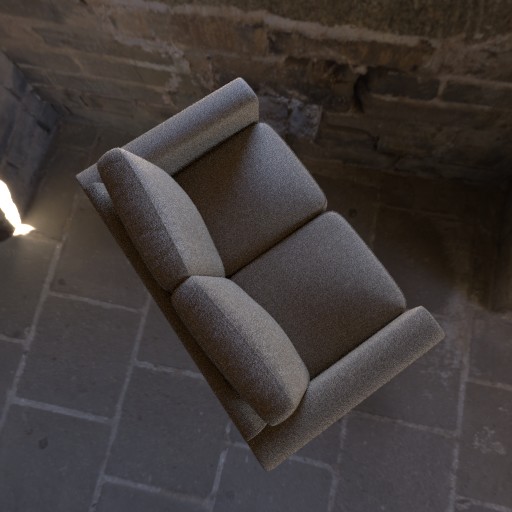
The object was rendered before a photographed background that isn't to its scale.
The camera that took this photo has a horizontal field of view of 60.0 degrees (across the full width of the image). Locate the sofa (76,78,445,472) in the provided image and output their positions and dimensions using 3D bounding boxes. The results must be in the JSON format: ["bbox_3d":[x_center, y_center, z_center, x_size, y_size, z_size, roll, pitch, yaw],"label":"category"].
[{"bbox_3d":[0.000,0.000,2.163,1.016,0.873,1.616,-34,78,-8],"label":"sofa"}]
